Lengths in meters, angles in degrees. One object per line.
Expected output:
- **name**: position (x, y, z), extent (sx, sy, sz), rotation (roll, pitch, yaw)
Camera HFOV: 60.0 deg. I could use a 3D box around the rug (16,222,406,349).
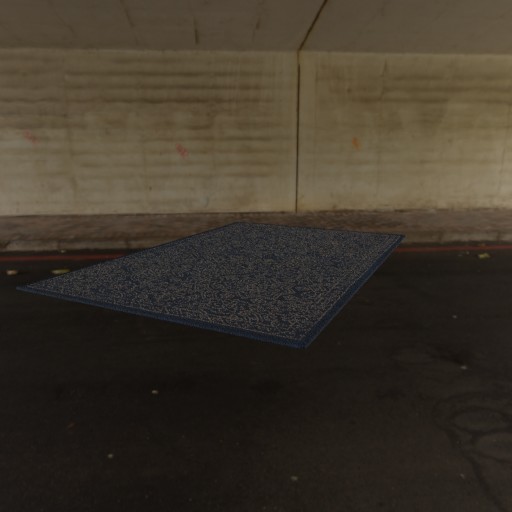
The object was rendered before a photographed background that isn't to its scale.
- **rug**: position (0.000, 0.000, 2.285), extent (1.219, 0.010, 1.829), rotation (7, 15, 26)
